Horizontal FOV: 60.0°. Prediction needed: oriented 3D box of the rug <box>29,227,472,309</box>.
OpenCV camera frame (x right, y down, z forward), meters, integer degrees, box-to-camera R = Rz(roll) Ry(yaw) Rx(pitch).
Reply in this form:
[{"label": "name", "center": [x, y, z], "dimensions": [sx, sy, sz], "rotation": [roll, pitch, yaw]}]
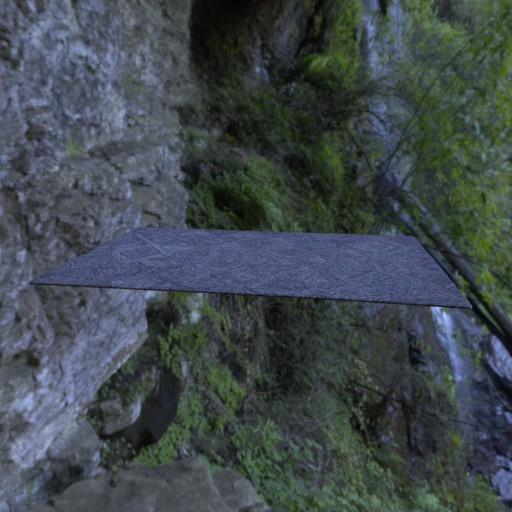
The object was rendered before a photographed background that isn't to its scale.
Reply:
[{"label": "rug", "center": [0.000, 0.000, 2.256], "dimensions": [1.752, 0.013, 1.158], "rotation": [2, 16, 8]}]
